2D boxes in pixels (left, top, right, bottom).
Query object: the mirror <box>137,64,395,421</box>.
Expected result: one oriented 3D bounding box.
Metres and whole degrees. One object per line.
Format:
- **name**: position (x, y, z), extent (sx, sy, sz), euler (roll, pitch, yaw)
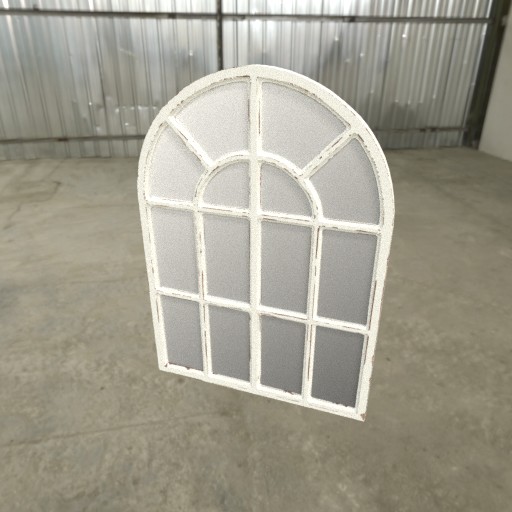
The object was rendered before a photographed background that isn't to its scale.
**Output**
- **mirror**: position (0.000, 0.000, 1.160), extent (0.660, 0.920, 0.032), euler (9, 27, 17)
